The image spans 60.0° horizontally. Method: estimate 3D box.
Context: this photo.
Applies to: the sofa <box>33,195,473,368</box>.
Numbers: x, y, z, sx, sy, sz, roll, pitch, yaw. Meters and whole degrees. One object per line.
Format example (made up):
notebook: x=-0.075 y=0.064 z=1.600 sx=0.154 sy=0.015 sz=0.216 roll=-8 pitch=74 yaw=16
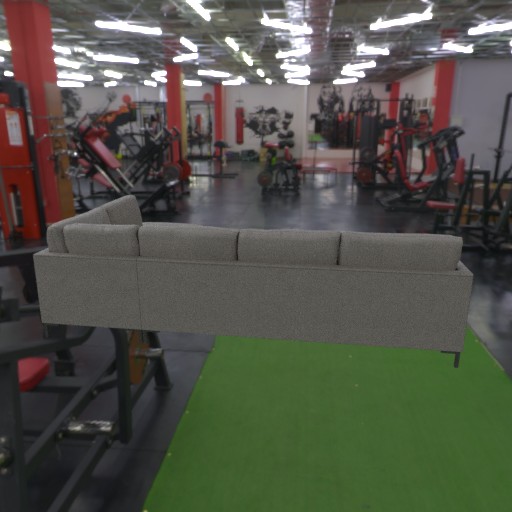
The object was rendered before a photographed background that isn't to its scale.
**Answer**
sofa: x=0.000 y=0.000 z=4.315 sx=3.331 sy=0.964 sz=2.077 roll=2 pitch=17 yaw=8
